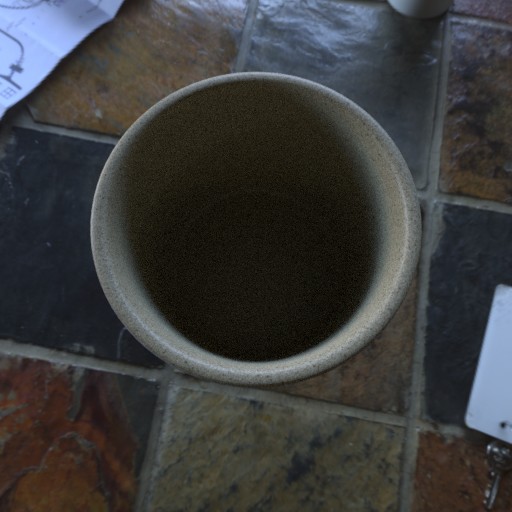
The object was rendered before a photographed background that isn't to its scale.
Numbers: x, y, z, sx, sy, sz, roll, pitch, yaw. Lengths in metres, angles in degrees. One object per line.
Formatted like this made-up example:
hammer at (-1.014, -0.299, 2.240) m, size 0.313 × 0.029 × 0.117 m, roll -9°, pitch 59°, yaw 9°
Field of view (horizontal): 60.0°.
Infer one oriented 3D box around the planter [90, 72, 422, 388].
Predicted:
planter at (0.000, 0.000, 0.417) m, size 0.227 × 0.235 × 0.227 m, roll 0°, pitch 76°, yaw 0°
